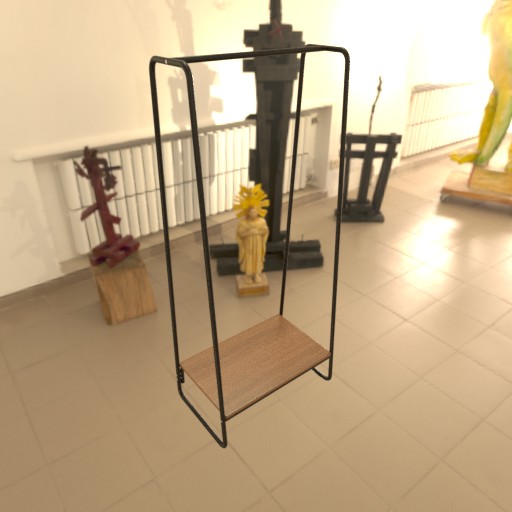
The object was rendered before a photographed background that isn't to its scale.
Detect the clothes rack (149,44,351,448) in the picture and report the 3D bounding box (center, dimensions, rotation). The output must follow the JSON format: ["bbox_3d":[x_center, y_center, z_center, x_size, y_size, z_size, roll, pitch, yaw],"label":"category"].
[{"bbox_3d":[0.000,0.000,1.778,0.640,1.500,0.400,-21,36,-32],"label":"clothes rack"}]
